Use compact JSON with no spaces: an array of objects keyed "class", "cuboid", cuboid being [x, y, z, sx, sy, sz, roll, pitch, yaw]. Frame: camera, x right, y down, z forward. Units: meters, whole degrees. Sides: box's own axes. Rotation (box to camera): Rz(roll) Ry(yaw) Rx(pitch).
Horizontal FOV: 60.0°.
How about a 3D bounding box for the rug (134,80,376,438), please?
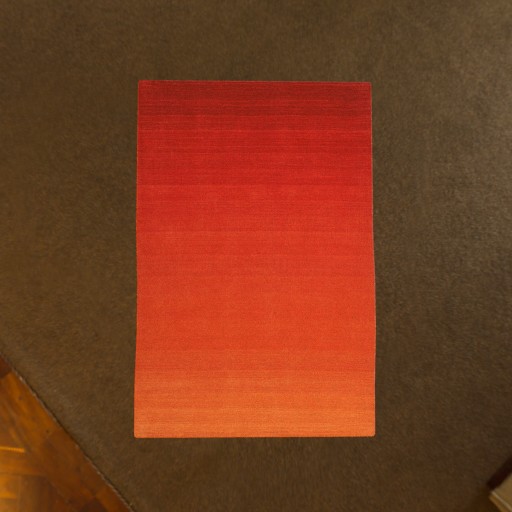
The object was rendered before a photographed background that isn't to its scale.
[{"class":"rug","cuboid":[0.000,0.000,2.285,1.230,0.018,1.835,0,88,-1]}]
